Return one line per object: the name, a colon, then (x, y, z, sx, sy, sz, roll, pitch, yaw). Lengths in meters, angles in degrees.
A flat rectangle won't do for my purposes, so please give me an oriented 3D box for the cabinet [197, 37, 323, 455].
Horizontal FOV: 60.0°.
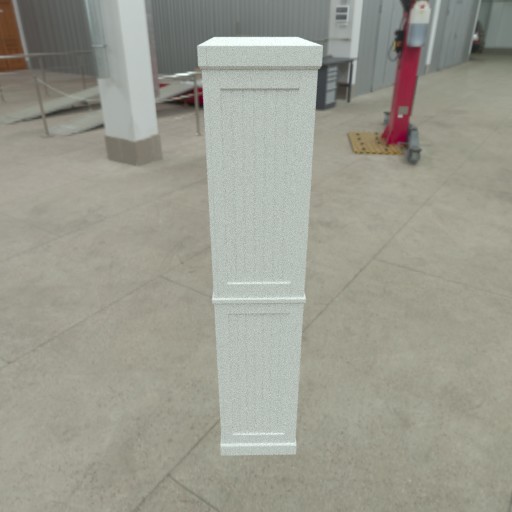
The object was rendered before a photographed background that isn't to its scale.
cabinet: (0.000, 0.000, 2.090, 0.390, 1.829, 0.754, 0, 28, -1)
